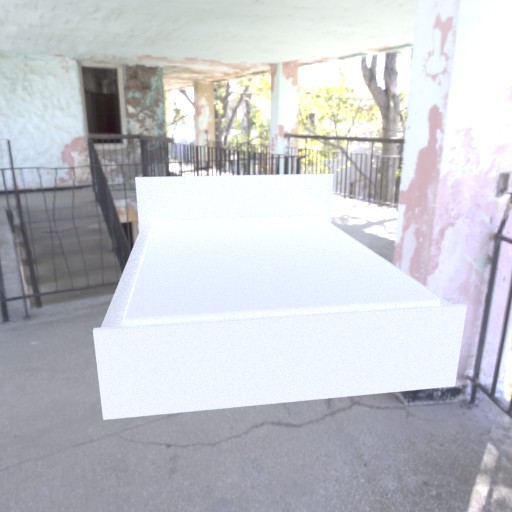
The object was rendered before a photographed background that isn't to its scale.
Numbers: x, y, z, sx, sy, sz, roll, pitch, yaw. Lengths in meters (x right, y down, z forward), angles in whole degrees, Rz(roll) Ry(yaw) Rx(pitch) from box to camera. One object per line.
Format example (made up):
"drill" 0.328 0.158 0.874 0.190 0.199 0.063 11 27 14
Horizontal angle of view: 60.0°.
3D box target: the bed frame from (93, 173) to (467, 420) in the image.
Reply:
"bed frame" 0.000 0.000 2.815 1.622 0.800 1.960 -3 17 -9
